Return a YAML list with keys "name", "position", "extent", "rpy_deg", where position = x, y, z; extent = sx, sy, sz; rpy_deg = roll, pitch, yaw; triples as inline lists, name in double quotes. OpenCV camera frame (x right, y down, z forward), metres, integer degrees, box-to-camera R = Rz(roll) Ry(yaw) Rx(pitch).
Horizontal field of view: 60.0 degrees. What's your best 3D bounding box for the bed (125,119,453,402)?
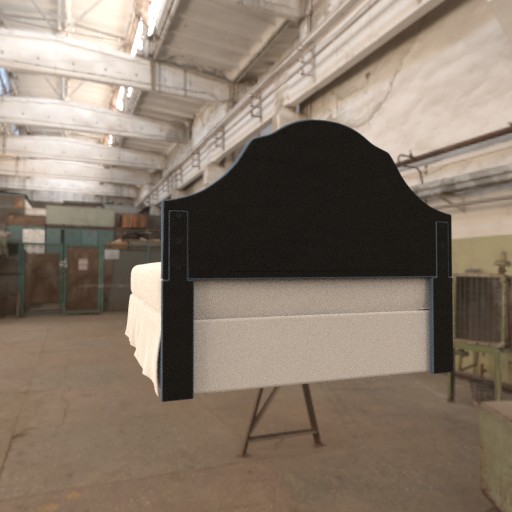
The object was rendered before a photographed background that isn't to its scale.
- name: "bed"
  position: [0.000, 0.000, 3.851]
  extent: [2.039, 1.617, 2.477]
  rpy_deg: [0, -1, -20]
